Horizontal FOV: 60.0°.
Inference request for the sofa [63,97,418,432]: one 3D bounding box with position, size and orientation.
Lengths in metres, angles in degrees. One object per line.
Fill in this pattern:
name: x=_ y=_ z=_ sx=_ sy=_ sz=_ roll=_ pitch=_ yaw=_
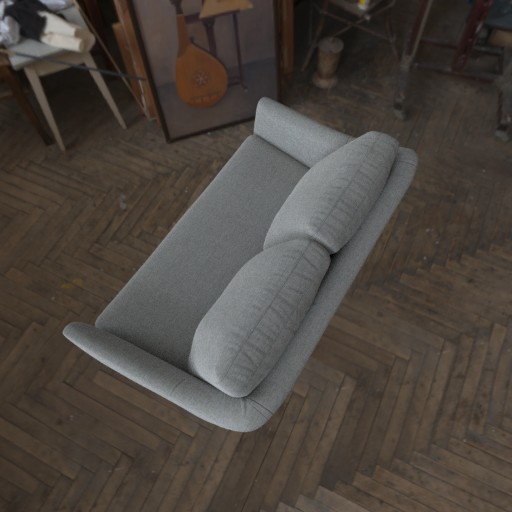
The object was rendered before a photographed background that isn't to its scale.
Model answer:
sofa: x=0.000 y=0.000 z=2.187 sx=0.960 sy=0.904 sz=1.619 roll=29 pitch=67 yaw=14
